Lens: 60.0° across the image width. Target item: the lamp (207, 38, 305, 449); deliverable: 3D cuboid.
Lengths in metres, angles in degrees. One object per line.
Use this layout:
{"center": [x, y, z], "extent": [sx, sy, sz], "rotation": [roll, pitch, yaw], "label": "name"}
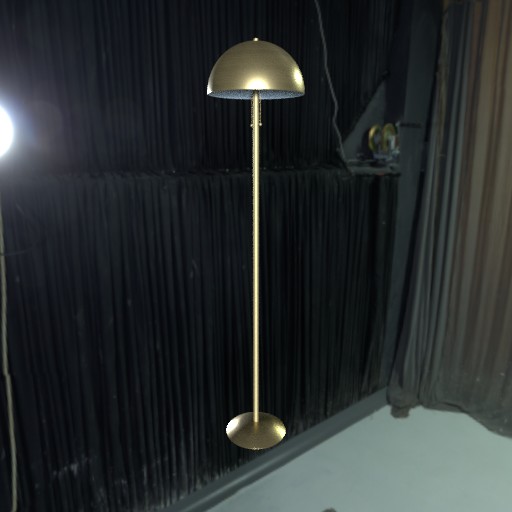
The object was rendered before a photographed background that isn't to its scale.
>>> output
{"center": [0.000, 0.000, 1.646], "extent": [0.328, 1.480, 0.328], "rotation": [-13, 19, -42], "label": "lamp"}
